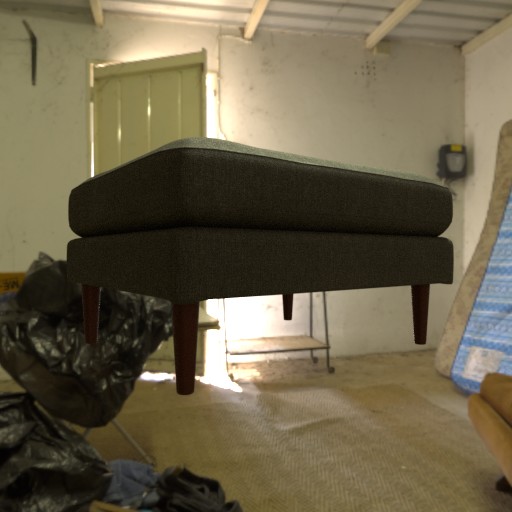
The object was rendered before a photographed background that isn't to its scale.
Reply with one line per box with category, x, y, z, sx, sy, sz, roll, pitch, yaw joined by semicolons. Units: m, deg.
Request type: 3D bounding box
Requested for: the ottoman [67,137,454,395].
ottoman;0.000;0.000;1.206;0.821;0.474;0.693;0;0;-37
